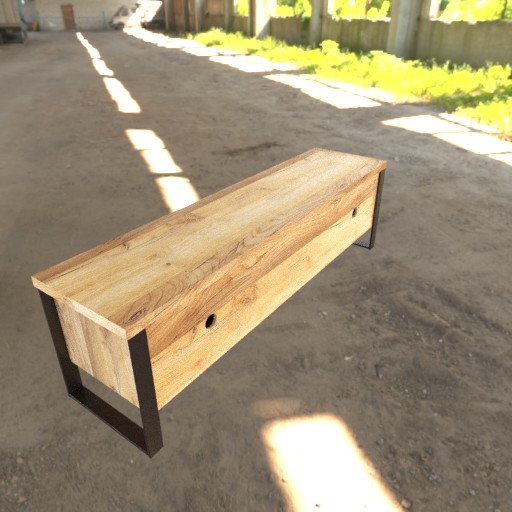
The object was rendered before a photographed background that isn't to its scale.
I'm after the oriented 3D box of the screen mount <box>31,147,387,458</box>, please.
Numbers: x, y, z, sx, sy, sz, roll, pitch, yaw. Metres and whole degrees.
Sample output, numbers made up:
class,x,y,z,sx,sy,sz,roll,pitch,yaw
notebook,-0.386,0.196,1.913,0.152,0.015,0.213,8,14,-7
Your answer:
class,x,y,z,sx,sy,sz,roll,pitch,yaw
screen mount,0.000,0.000,1.726,0.395,0.450,1.524,20,35,31
